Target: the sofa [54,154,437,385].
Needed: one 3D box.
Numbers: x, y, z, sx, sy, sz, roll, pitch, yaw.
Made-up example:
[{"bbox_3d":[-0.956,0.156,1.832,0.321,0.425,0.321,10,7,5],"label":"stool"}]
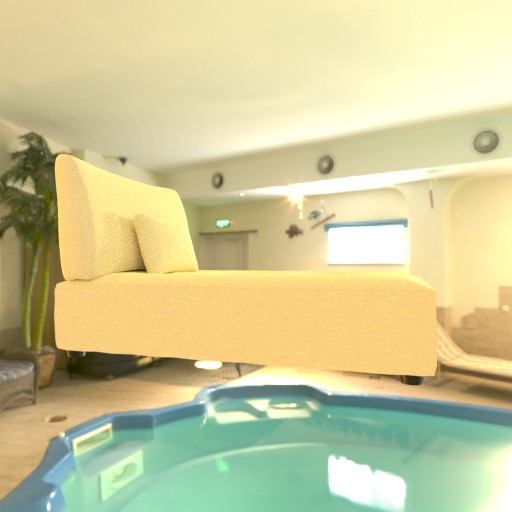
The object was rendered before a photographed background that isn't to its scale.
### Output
[{"bbox_3d":[0.000,0.000,1.991,1.450,0.820,0.930,0,-1,18],"label":"sofa"}]
